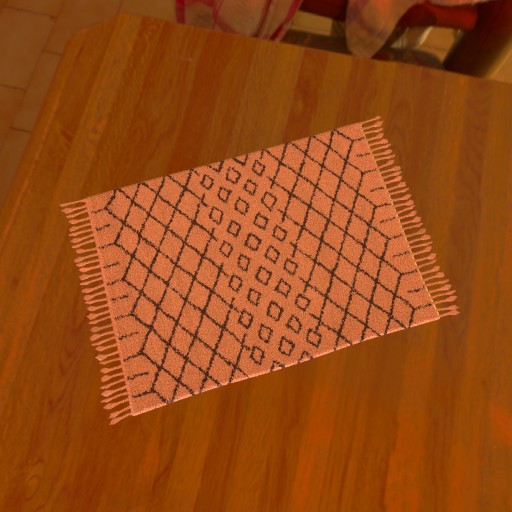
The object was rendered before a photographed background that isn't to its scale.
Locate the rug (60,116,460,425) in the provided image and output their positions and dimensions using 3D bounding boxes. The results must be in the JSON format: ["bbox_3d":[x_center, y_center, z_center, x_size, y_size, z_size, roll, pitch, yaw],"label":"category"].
[{"bbox_3d":[0.000,0.000,3.255,2.615,0.029,1.664,-16,76,-4],"label":"rug"}]
